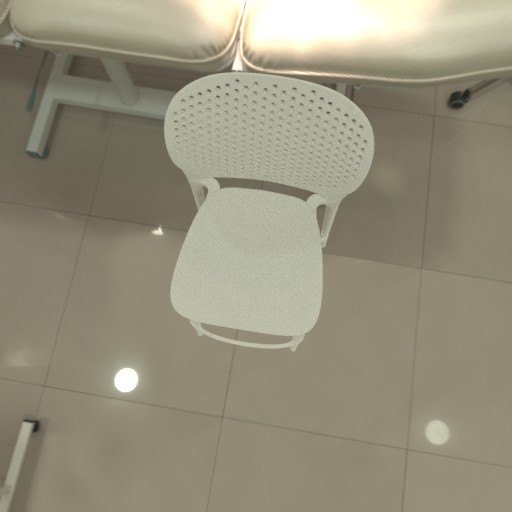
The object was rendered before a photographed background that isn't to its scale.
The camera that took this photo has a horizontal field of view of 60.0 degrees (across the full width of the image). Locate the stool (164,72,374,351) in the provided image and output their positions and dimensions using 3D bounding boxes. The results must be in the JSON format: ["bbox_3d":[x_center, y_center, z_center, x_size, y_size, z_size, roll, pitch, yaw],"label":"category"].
[{"bbox_3d":[0.000,0.000,1.364,0.536,1.045,0.535,9,77,2],"label":"stool"}]
